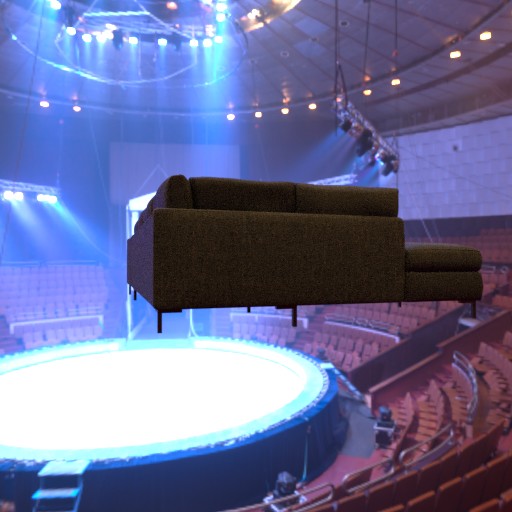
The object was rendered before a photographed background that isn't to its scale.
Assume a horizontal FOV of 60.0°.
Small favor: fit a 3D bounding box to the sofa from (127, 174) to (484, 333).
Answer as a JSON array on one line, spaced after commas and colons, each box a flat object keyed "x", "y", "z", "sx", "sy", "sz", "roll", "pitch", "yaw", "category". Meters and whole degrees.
[{"x": 0.000, "y": 0.000, "z": 3.547, "sx": 1.879, "sy": 0.753, "sz": 2.737, "roll": 0, "pitch": -1, "yaw": -19, "category": "sofa"}]
